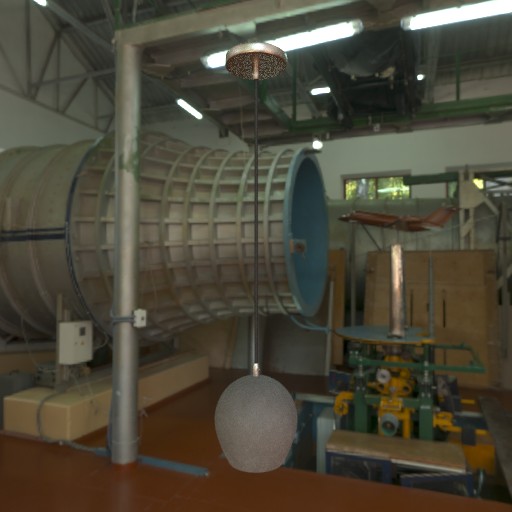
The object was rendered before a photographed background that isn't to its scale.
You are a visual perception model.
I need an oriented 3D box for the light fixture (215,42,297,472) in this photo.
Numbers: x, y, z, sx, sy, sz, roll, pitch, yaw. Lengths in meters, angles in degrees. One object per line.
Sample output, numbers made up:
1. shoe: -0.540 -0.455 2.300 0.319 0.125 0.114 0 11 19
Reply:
1. light fixture: 0.000 0.000 0.835 0.153 0.760 0.153 1 -2 -35
